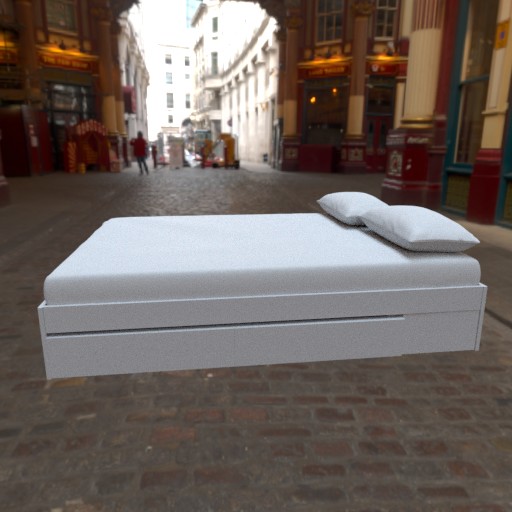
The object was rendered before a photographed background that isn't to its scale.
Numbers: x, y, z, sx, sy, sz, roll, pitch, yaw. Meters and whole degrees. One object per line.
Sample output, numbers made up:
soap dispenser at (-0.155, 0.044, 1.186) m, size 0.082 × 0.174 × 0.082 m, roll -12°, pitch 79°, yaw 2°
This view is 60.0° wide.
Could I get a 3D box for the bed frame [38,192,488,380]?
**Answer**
bed frame at (0.000, 0.000, 2.586) m, size 1.950 × 0.629 × 1.450 m, roll -2°, pitch 15°, yaw -7°
